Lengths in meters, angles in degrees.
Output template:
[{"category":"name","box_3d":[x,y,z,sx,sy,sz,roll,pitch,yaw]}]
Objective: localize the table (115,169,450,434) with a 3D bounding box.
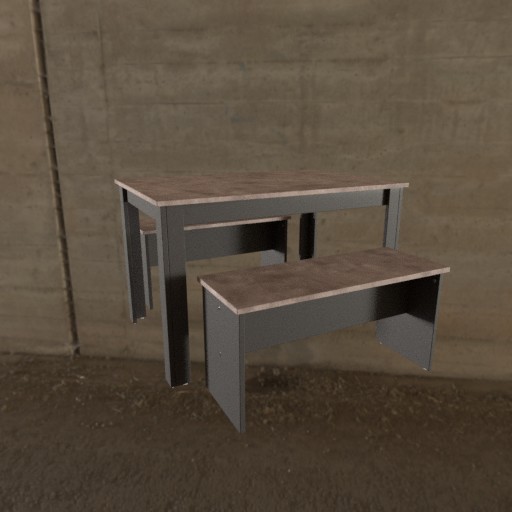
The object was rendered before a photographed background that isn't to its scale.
[{"category":"table","box_3d":[0.000,0.000,2.079,1.100,0.700,1.443,-8,18,-26]}]
